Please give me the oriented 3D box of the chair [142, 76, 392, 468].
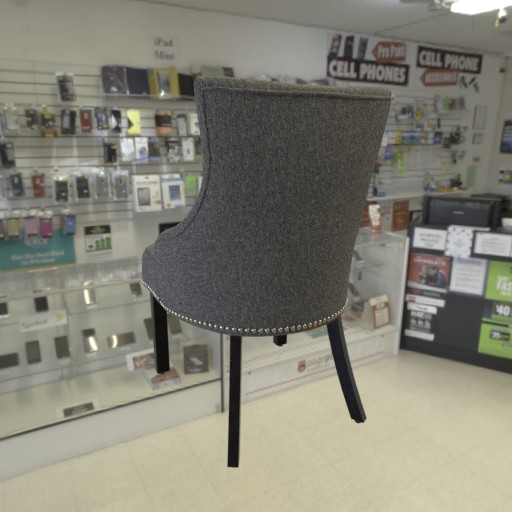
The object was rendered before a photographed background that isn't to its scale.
[{"bbox_3d":[0.000,0.000,1.301,0.566,0.909,0.629,-7,17,-26],"label":"chair"}]
